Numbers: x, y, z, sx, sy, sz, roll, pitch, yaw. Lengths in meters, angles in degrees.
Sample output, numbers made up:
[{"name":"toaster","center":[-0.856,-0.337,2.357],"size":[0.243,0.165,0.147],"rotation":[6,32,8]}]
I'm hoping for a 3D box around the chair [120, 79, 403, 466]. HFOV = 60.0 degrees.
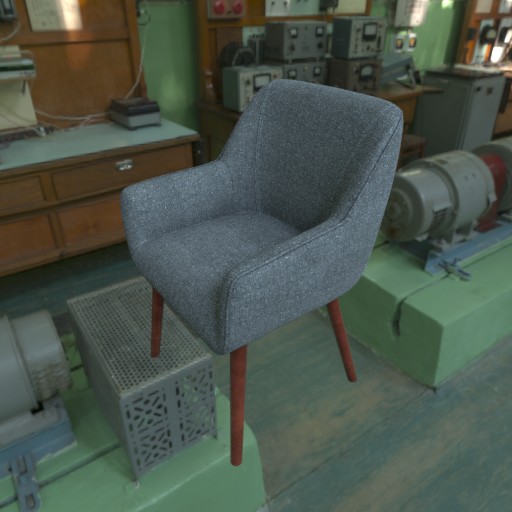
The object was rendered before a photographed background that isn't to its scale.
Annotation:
[{"name":"chair","center":[0.000,0.000,1.180],"size":[0.519,0.803,0.543],"rotation":[-21,37,-30]}]
